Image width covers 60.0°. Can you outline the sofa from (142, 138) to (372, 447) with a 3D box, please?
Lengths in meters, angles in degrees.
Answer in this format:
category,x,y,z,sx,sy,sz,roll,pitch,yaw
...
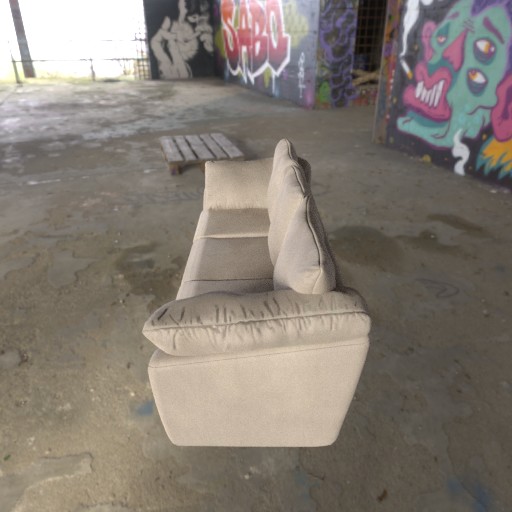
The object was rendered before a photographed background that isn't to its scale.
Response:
category,x,y,z,sx,sy,sz,roll,pitch,yaw
sofa,0.000,0.000,2.751,0.878,0.996,2.334,0,27,0
